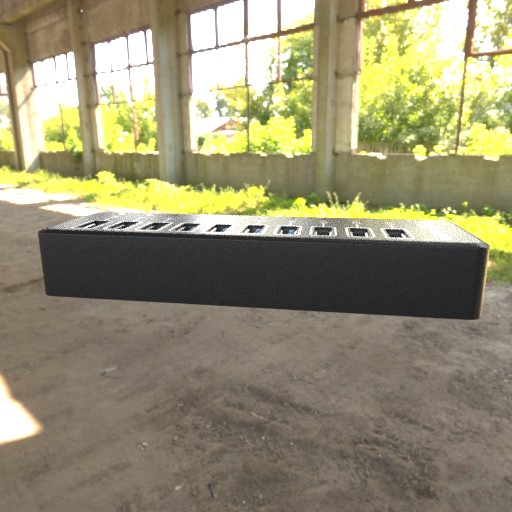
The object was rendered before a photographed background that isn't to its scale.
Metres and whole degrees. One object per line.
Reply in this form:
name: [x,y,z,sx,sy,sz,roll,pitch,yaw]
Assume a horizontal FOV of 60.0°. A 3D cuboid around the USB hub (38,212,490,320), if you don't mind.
USB hub: [0.000,0.000,0.161,0.145,0.023,0.044,2,14,9]
